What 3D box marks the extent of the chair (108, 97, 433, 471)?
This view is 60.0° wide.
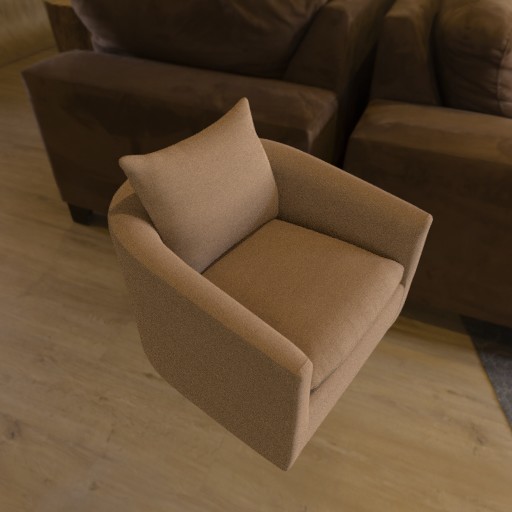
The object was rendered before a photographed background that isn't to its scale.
[{"bbox_3d":[0.000,0.000,1.573,0.910,0.848,0.845,27,47,28],"label":"chair"}]
